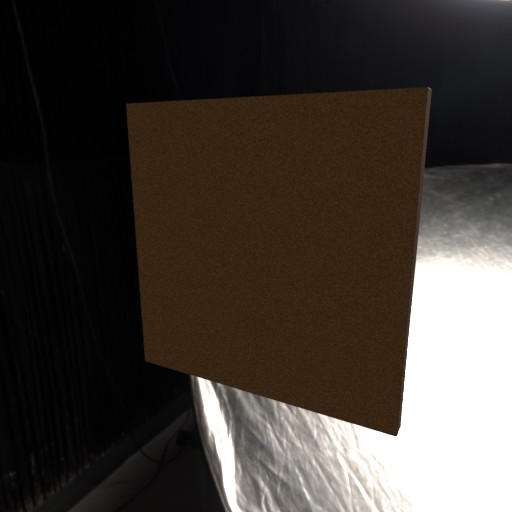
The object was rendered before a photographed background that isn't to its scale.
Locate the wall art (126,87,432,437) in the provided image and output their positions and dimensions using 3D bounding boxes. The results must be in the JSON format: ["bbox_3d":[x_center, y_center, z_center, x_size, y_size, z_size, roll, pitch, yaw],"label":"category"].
[{"bbox_3d":[0.000,0.000,0.893,0.611,0.608,0.042,8,17,27],"label":"wall art"}]
